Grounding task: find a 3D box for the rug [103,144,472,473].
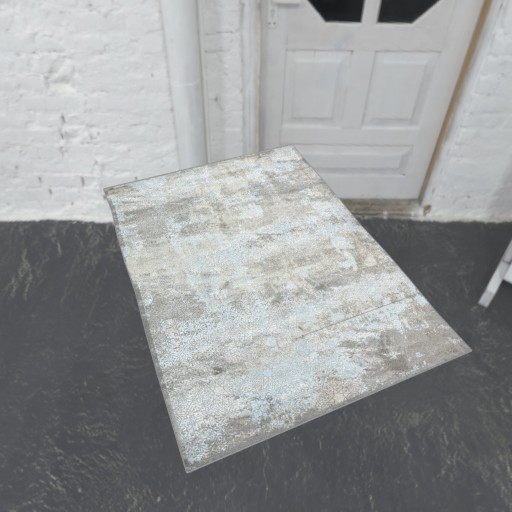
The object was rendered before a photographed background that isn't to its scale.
[{"bbox_3d":[0.000,0.000,4.295,2.393,0.013,3.307,-17,48,-16],"label":"rug"}]
